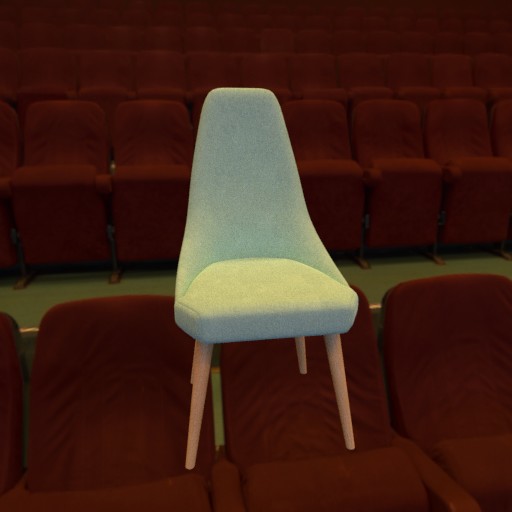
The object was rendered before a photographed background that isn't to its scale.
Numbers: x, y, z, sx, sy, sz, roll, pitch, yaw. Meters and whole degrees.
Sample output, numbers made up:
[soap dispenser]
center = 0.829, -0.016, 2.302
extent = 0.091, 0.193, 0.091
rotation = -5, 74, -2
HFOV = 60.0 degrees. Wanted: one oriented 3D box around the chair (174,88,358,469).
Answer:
[chair]
center = 0.000, 0.000, 1.393
extent = 0.510, 1.040, 0.660
rotation = -3, 16, -9
